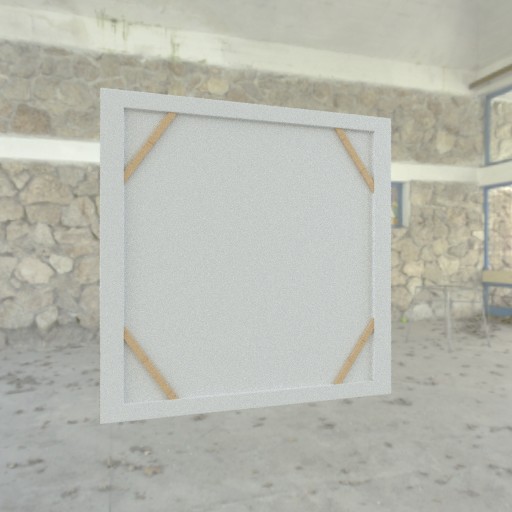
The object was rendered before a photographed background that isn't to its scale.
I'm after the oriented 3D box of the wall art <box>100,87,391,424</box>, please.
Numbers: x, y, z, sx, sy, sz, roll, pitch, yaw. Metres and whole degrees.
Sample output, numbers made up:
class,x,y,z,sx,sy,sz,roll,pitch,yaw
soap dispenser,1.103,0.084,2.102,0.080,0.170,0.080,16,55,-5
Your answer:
class,x,y,z,sx,sy,sz,roll,pitch,yaw
wall art,0.000,0.000,0.612,0.405,0.407,0.038,0,0,-17
